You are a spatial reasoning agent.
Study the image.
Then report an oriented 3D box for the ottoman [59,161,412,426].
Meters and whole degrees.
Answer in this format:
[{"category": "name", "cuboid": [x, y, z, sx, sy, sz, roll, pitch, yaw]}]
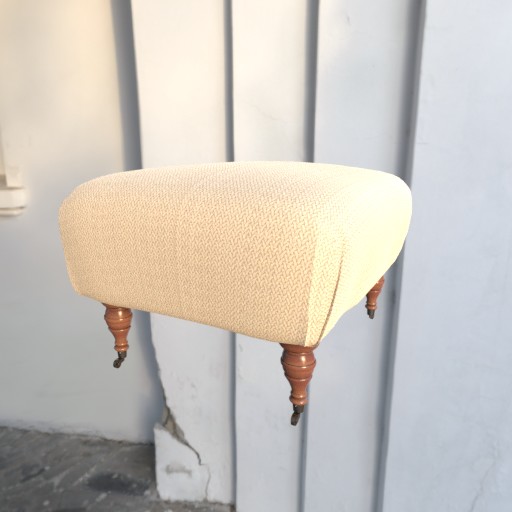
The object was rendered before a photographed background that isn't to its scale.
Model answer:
[{"category": "ottoman", "cuboid": [0.000, 0.000, 1.078, 0.622, 0.447, 0.684, 8, 17, 27]}]
